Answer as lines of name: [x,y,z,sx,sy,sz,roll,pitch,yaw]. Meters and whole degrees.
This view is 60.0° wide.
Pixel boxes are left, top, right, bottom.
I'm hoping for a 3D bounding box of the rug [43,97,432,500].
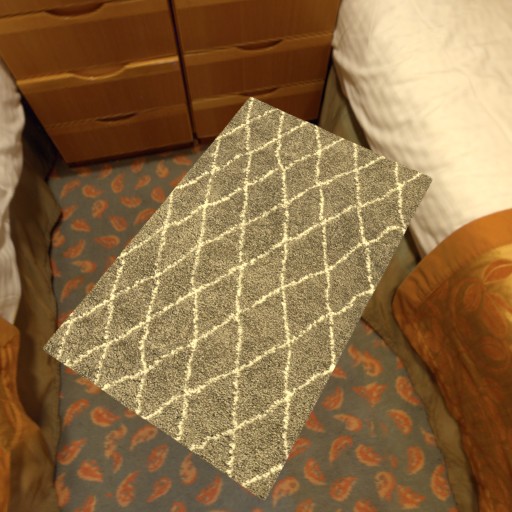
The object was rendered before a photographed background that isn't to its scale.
rug: [0.000,0.000,3.361,1.778,0.030,2.743,28,67,13]
